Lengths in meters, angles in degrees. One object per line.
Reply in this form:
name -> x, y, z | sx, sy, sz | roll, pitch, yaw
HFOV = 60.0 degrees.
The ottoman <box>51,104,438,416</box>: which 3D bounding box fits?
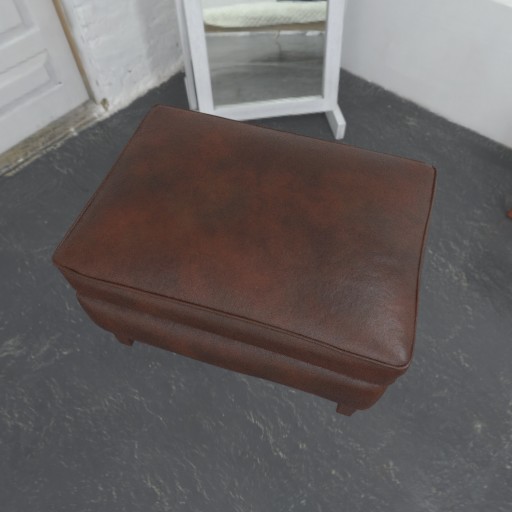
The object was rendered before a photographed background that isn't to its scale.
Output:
ottoman -> 0.000, 0.000, 0.994 | 0.665, 0.432, 0.501 | 15, 59, 9
